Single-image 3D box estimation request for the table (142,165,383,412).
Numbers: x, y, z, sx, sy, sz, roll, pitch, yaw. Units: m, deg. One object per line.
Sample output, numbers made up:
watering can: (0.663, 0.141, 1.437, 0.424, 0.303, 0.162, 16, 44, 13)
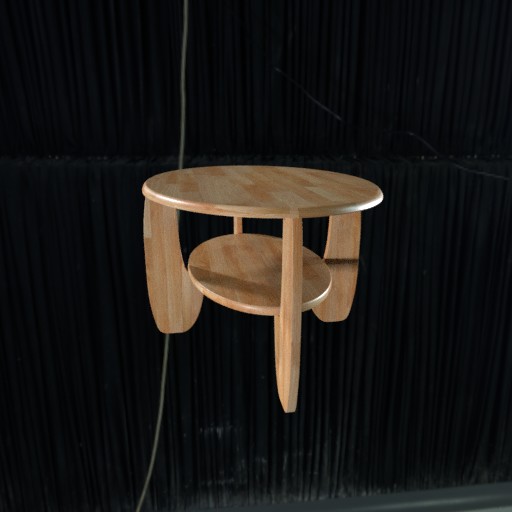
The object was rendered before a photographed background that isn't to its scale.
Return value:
table: (0.000, 0.000, 1.425, 0.690, 0.490, 1.040, -3, 16, -9)
